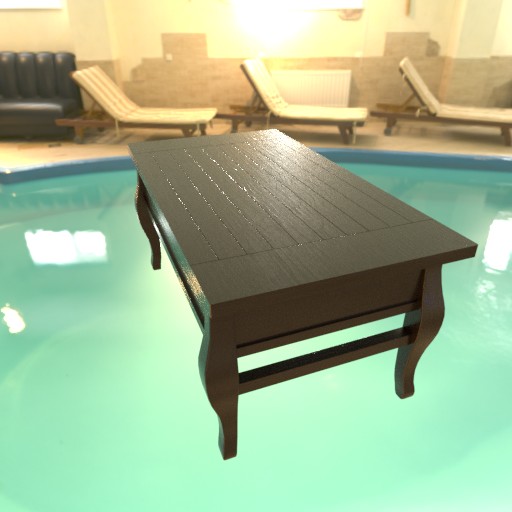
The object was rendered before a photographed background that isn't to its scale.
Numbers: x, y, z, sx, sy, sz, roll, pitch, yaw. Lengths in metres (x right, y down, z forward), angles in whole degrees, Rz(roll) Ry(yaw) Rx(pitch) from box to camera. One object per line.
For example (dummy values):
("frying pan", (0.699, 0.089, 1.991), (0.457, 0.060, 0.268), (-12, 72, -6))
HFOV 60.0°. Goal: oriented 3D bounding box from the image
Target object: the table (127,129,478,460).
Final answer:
("table", (0.000, 0.000, 1.385), (0.600, 0.494, 1.062), (-11, 31, -19))
